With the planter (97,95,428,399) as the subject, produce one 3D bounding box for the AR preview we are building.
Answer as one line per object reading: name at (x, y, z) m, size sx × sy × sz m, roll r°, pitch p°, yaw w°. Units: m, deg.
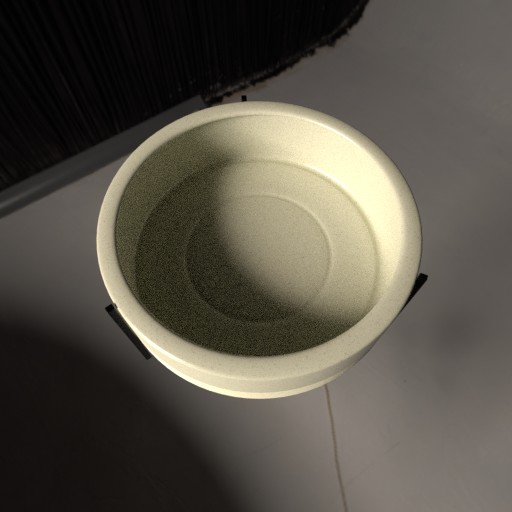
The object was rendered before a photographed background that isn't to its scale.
planter at (0.000, 0.000, 0.533) m, size 0.345 × 0.171 × 0.336 m, roll -33°, pitch 67°, yaw -16°
